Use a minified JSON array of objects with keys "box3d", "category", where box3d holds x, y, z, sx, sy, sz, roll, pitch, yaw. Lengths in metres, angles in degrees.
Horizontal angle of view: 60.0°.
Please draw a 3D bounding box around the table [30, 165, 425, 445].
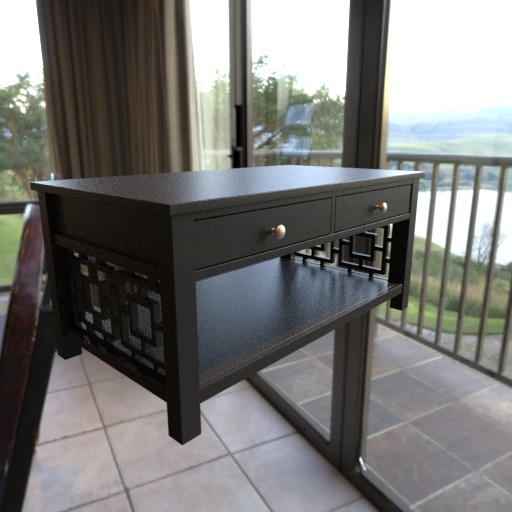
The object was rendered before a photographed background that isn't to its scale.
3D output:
[{"box3d":[0.000,0.000,1.390,0.612,0.493,1.068,13,20,41],"category":"table"}]
